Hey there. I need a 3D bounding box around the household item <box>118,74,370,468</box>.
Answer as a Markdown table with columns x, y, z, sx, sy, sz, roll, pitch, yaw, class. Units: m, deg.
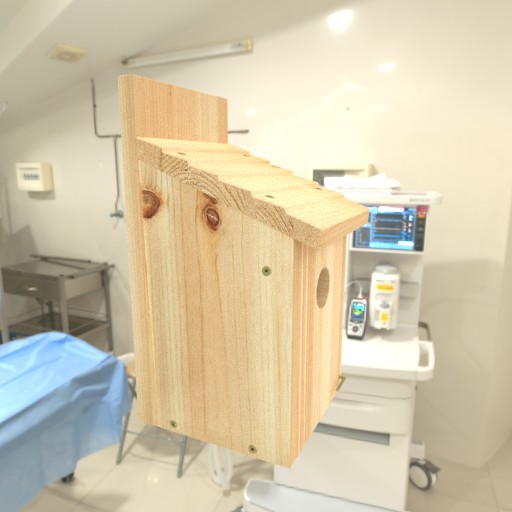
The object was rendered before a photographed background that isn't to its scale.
| x | y | z | sx | sy | sz | roll | pitch | yaw | class |
| --- | --- | --- | --- | --- | --- | --- | --- | --- | --- |
| 0.000 | 0.000 | 0.405 | 0.171 | 0.300 | 0.149 | 6 | 13 | 26 | household item |
